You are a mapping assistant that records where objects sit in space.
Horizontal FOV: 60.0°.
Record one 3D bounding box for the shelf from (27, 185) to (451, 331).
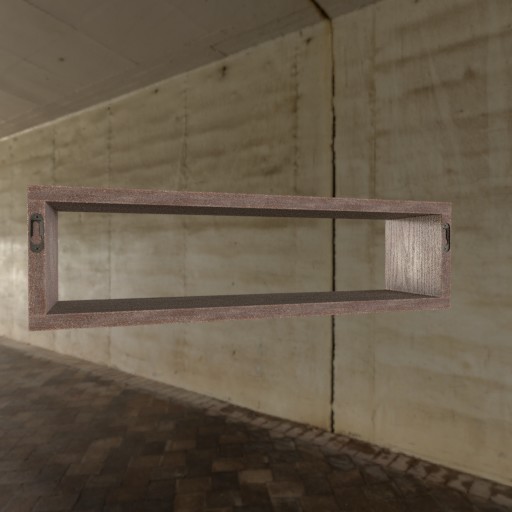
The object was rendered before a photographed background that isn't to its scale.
[{"bbox_3d":[0.000,0.000,0.683,0.610,0.170,0.150,0,1,-19],"label":"shelf"}]
